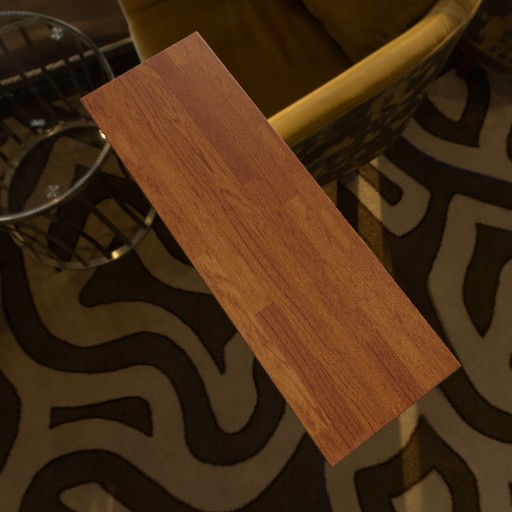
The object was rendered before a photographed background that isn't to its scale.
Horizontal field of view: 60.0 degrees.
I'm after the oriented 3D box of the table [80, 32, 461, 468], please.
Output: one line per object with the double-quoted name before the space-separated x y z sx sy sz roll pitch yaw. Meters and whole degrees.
"table" 0.000 0.000 1.553 0.408 0.740 1.204 -34 78 -8
